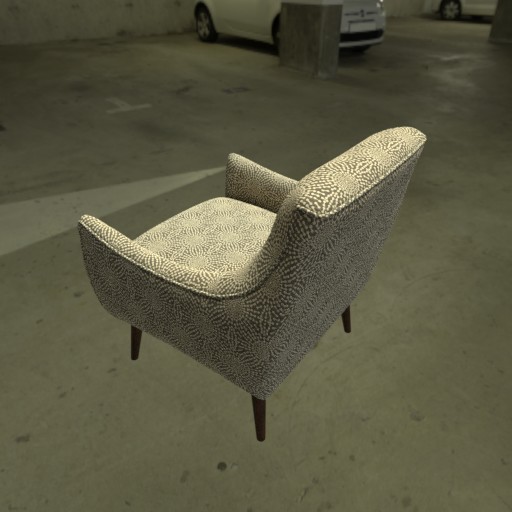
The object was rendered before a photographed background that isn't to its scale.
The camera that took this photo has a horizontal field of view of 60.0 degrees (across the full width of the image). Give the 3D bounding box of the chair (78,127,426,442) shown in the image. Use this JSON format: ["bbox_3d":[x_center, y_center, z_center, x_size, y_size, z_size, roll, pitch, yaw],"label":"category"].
[{"bbox_3d":[0.000,0.000,1.436,0.787,0.838,0.762,21,38,30],"label":"chair"}]
